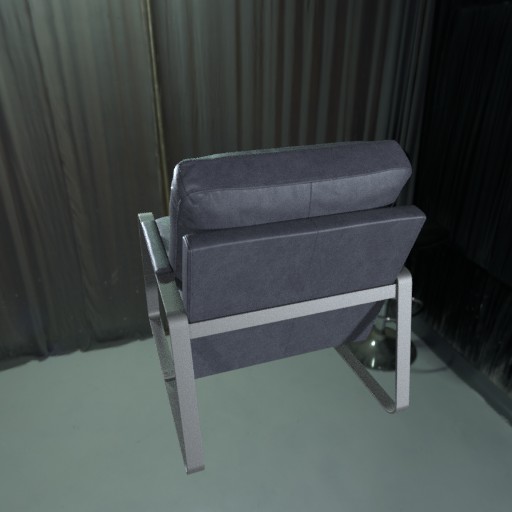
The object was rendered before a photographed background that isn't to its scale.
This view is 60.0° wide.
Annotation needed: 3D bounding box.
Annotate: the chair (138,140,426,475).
[{"bbox_3d":[0.000,0.000,1.475,0.692,0.839,0.878,-9,27,-17],"label":"chair"}]
